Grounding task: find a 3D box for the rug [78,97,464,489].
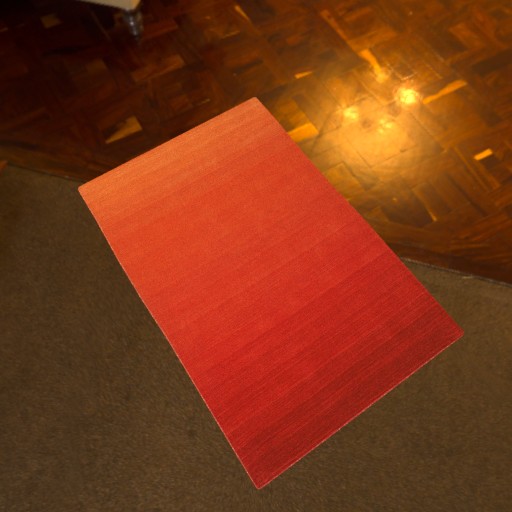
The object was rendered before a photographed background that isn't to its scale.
[{"bbox_3d":[0.000,0.000,2.341,1.230,0.018,1.835,-32,69,-13],"label":"rug"}]
